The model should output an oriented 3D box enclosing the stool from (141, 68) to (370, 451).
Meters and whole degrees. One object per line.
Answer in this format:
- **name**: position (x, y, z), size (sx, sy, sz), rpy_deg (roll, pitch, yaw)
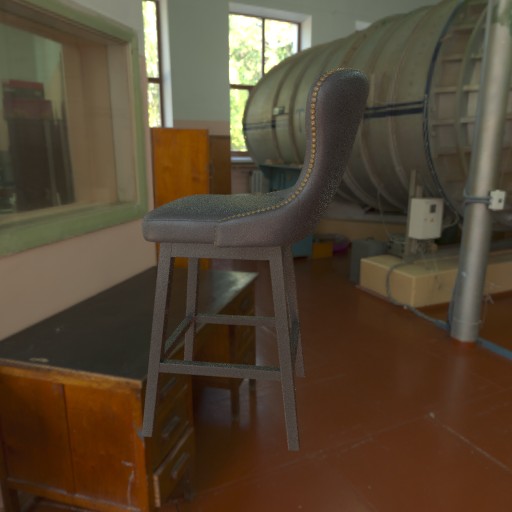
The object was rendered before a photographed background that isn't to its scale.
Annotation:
- **stool**: position (0.000, 0.000, 1.305), size (0.593, 0.971, 0.528), rpy_deg (2, 14, 8)
